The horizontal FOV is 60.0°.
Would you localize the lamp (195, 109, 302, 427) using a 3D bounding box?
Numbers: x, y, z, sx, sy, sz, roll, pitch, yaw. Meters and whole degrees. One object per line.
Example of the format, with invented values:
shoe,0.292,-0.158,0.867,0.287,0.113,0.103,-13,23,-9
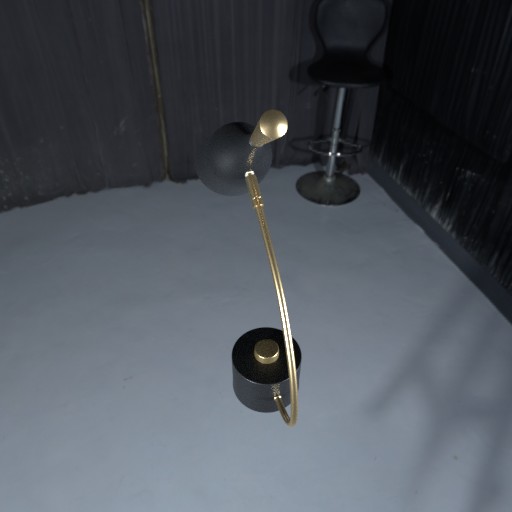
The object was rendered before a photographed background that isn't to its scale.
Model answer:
lamp,0.000,0.000,0.624,0.110,0.464,0.352,-11,42,-13
